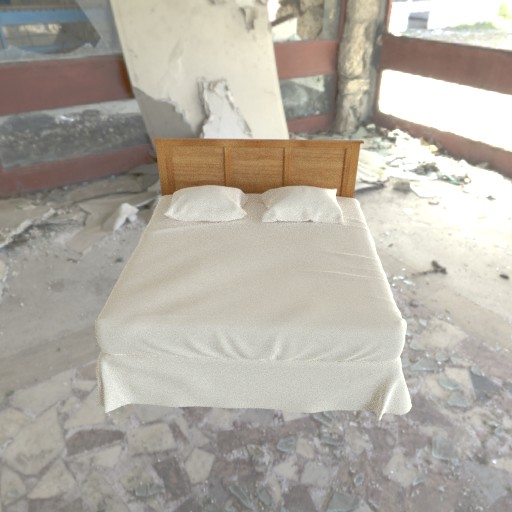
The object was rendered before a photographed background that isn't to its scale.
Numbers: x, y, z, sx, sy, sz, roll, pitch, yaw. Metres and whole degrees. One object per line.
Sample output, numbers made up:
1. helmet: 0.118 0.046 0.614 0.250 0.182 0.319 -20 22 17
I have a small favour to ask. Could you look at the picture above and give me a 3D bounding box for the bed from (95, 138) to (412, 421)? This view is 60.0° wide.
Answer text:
1. bed: 0.000 0.000 3.632 2.317 1.270 2.215 1 32 2
